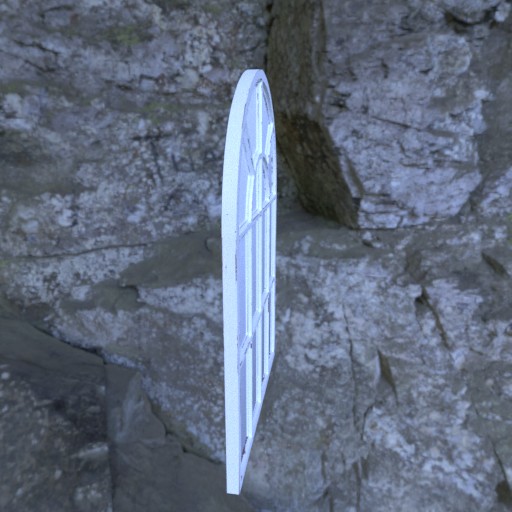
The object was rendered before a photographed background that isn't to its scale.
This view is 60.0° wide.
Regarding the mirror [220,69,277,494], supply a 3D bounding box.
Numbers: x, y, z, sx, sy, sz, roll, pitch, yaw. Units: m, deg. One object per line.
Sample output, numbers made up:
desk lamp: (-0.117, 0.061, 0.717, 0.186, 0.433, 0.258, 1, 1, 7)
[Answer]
mirror: (0.000, 0.000, 1.180, 0.032, 0.920, 0.660, 2, 16, 9)
